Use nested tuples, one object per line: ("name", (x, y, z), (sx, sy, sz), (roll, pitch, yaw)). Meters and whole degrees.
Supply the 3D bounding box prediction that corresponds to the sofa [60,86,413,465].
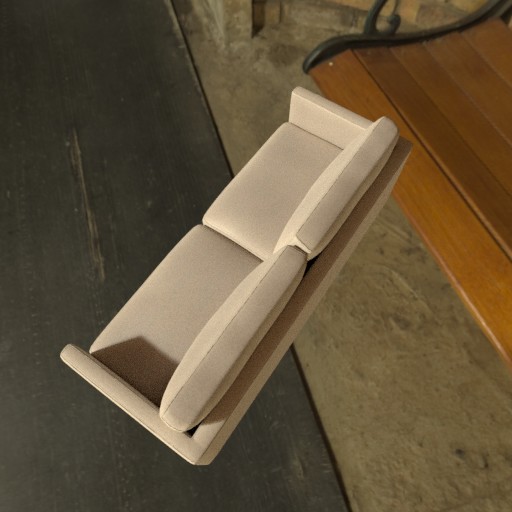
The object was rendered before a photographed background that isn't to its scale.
("sofa", (0.000, 0.000, 2.858), (0.951, 0.968, 2.361), (32, 69, 14))
